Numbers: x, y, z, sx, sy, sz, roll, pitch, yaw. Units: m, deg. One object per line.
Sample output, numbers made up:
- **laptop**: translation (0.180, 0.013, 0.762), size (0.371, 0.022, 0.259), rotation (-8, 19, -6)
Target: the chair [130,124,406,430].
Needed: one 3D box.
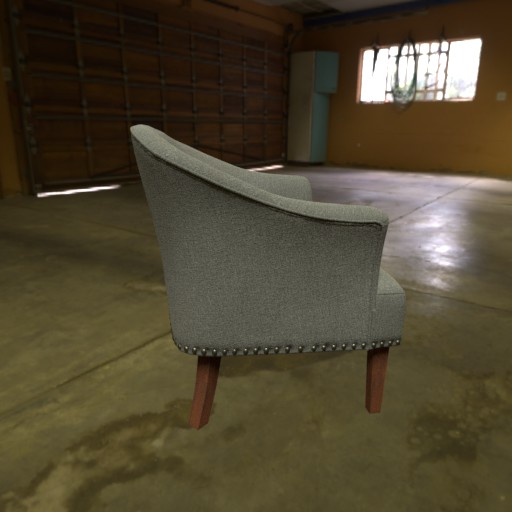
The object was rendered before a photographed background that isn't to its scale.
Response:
- **chair**: translation (0.000, 0.000, 1.434), size (0.704, 0.815, 0.798), rotation (-3, 17, -8)
